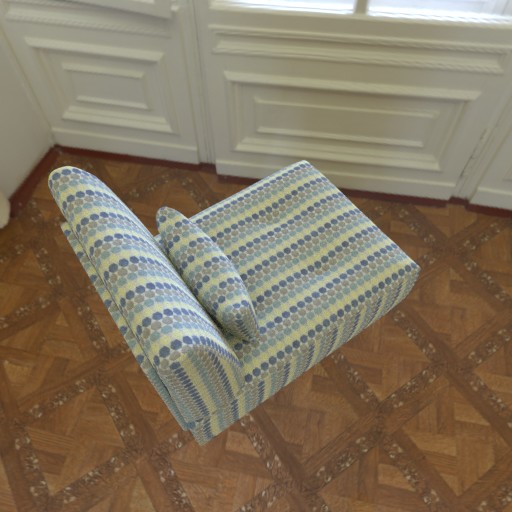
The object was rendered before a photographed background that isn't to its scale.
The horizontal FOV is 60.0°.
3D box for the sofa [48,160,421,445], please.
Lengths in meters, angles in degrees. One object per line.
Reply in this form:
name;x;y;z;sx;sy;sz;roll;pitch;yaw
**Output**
sofa;0.000;0.000;1.532;1.000;0.820;0.700;-31;62;-18
